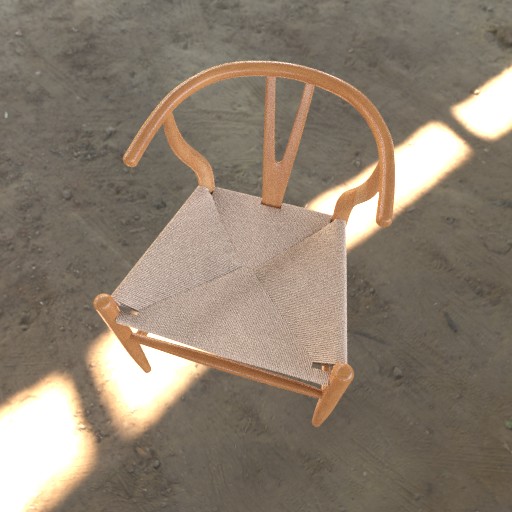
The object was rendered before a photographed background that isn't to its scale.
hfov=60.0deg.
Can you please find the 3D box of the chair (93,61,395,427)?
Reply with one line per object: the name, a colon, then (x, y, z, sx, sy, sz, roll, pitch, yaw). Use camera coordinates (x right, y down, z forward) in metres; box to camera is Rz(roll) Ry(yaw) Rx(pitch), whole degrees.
chair: (0.000, 0.000, 1.136, 0.569, 0.730, 0.579, 15, 59, 9)
